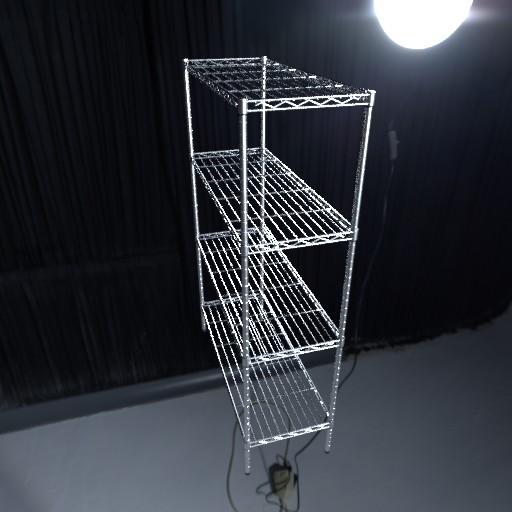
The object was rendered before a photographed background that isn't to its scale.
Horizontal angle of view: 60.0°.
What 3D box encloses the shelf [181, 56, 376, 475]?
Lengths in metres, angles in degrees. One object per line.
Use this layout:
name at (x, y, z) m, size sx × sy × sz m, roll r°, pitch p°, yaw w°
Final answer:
shelf at (0.000, 0.000, 1.753) m, size 0.352 × 1.360 × 0.907 m, roll -8°, pitch 31°, yaw -14°
